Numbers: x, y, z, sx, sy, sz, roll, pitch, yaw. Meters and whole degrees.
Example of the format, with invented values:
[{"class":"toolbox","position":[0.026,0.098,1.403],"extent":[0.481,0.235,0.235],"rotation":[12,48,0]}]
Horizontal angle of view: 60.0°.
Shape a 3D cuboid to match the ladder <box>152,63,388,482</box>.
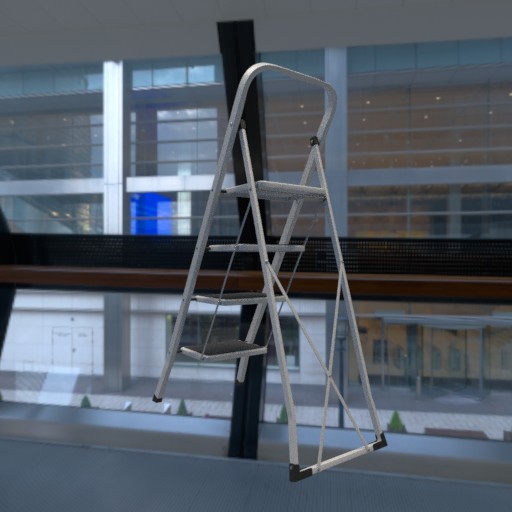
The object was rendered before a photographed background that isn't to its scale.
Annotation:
[{"class":"ladder","position":[0.000,0.000,1.712],"extent":[0.460,1.265,0.914],"rotation":[0,0,-36]}]
